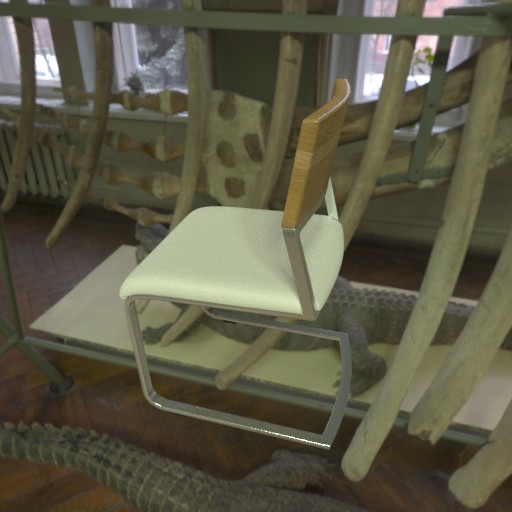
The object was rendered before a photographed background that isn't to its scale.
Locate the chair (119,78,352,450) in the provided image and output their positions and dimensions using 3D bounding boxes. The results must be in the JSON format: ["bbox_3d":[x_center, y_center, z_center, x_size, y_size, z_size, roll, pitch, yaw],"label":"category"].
[{"bbox_3d":[0.000,0.000,1.192,0.585,0.844,0.467,8,31,14],"label":"chair"}]
